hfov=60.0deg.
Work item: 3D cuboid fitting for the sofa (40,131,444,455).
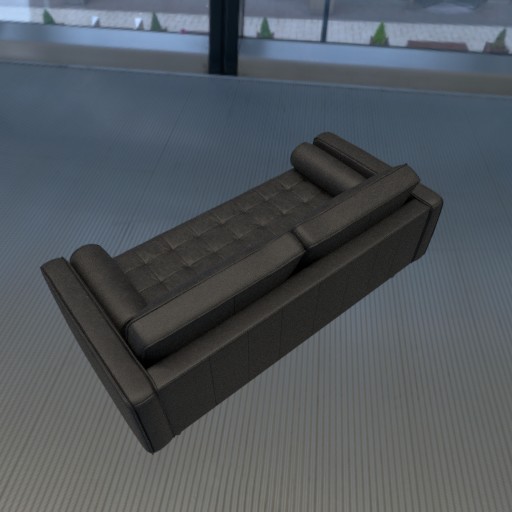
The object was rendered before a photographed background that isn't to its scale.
[{"bbox_3d":[0.000,0.000,2.315,1.879,0.770,0.921,-30,53,-26],"label":"sofa"}]
